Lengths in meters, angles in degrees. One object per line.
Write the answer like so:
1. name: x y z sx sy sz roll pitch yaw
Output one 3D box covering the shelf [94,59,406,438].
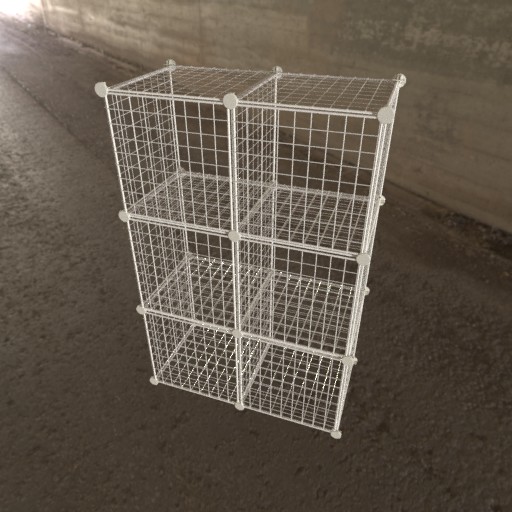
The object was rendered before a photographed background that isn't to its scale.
1. shelf: 0.000 0.000 1.405 0.711 1.067 0.356 11 34 16
